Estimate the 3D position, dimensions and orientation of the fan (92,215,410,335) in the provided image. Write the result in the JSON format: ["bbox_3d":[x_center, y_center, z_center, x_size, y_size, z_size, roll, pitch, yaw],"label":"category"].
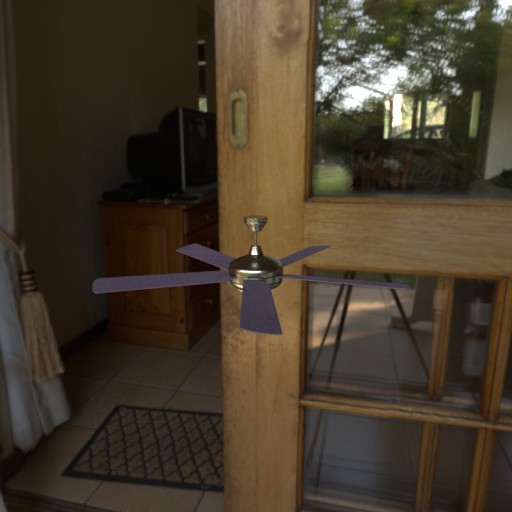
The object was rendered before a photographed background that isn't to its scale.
[{"bbox_3d":[0.000,0.000,2.009,1.321,0.356,1.321,2,14,8],"label":"fan"}]
